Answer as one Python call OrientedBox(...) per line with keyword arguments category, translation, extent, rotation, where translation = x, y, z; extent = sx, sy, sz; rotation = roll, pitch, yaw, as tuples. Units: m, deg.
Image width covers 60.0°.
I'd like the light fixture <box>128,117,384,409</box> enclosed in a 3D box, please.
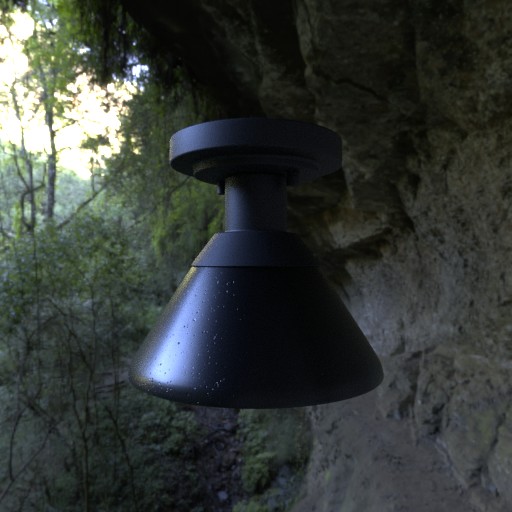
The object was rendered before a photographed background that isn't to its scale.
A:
OrientedBox(category="light fixture", translation=(0.000, 0.000, 0.363), extent=(0.200, 0.183, 0.200), rotation=(0, -1, 0))
